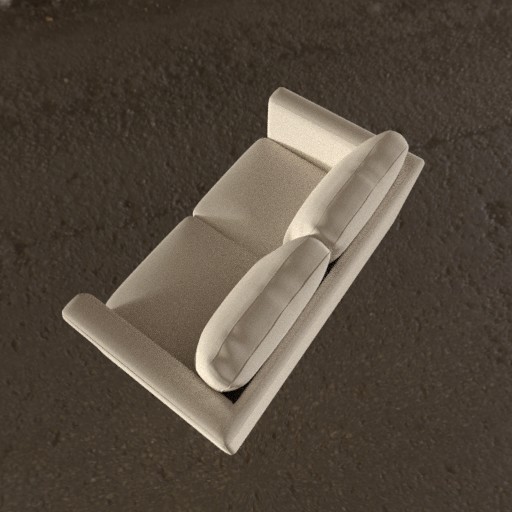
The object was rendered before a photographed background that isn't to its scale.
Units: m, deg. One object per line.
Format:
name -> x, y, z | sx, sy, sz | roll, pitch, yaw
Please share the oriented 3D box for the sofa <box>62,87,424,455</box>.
sofa -> 0.000, 0.000, 1.977 | 0.796, 0.908, 1.430 | 33, 68, 15
